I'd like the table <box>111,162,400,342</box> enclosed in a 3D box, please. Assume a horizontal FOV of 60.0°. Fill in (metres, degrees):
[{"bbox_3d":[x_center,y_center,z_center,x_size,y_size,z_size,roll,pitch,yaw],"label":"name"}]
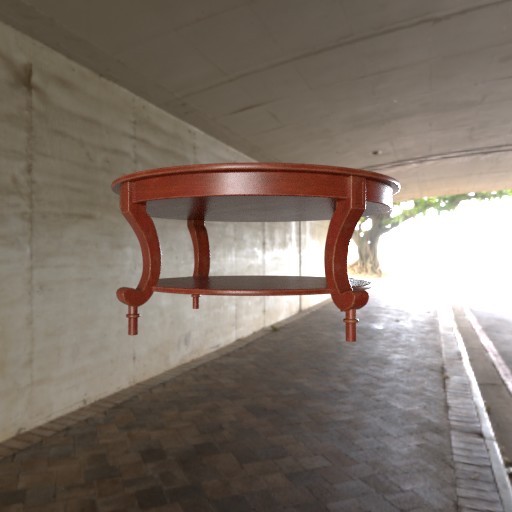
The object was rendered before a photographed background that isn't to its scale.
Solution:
[{"bbox_3d":[0.000,0.000,1.652,1.029,0.486,1.029,0,0,0],"label":"table"}]
